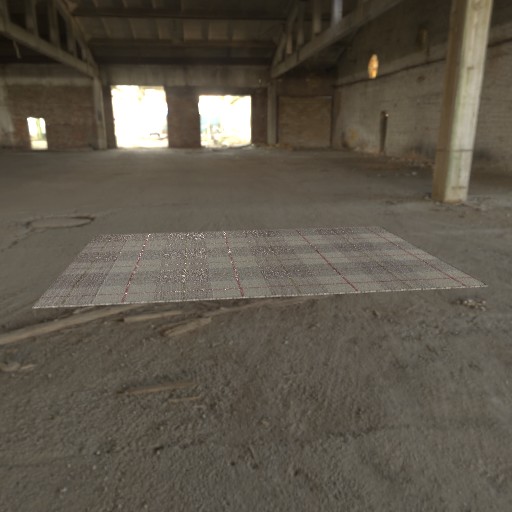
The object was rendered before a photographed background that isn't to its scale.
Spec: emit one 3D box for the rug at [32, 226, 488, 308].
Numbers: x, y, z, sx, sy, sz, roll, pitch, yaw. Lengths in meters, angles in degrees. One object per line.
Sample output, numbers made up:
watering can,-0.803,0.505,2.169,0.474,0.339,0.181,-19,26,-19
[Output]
rug,0.000,0.000,3.090,2.464,0.010,1.549,-2,17,-7
